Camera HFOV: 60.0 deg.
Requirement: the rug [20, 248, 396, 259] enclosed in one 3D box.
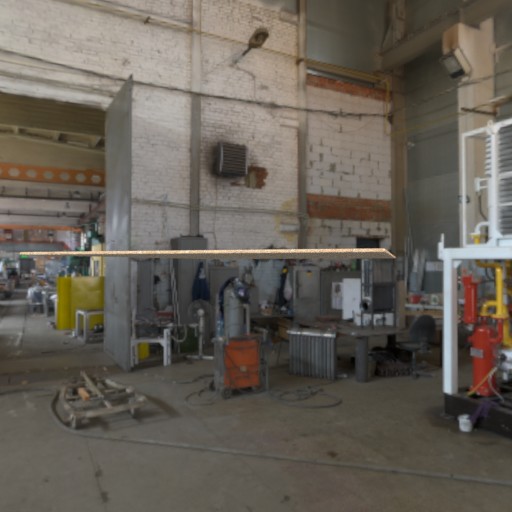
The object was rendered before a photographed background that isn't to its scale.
[{"bbox_3d":[0.000,0.000,4.108,2.420,0.019,3.039,0,-1,18],"label":"rug"}]
